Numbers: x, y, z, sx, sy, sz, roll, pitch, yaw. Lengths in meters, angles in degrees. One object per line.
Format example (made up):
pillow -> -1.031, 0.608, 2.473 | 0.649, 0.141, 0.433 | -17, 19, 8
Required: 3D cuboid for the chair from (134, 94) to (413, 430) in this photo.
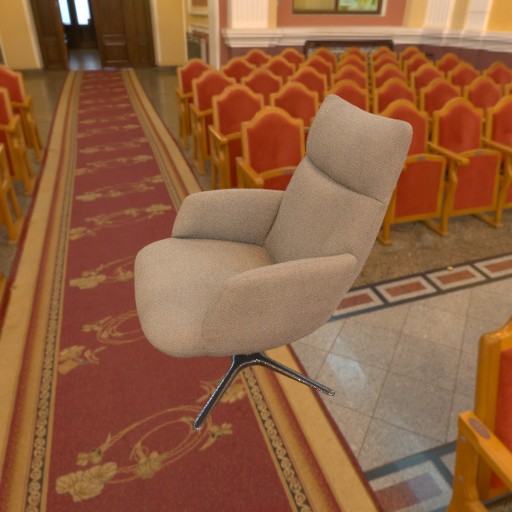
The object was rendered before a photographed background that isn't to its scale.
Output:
chair -> 0.000, 0.000, 1.624 | 0.889, 1.016, 0.711 | -9, 31, -15
